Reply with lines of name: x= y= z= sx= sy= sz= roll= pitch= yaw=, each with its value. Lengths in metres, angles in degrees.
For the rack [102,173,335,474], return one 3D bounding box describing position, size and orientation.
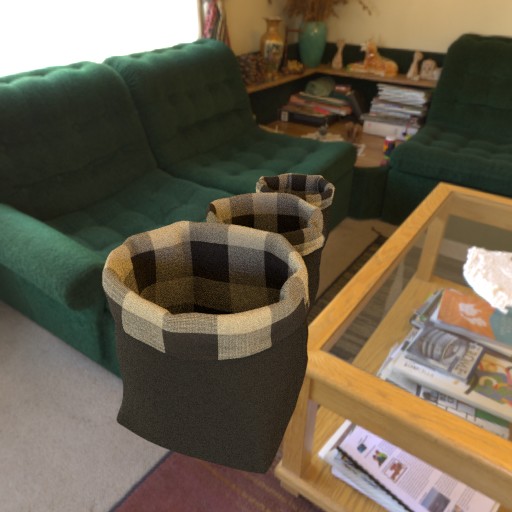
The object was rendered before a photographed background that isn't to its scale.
rack: x=0.000 y=0.000 z=1.076 sx=0.370 sy=0.329 sz=0.889 roll=10 pitch=35 yaw=15
